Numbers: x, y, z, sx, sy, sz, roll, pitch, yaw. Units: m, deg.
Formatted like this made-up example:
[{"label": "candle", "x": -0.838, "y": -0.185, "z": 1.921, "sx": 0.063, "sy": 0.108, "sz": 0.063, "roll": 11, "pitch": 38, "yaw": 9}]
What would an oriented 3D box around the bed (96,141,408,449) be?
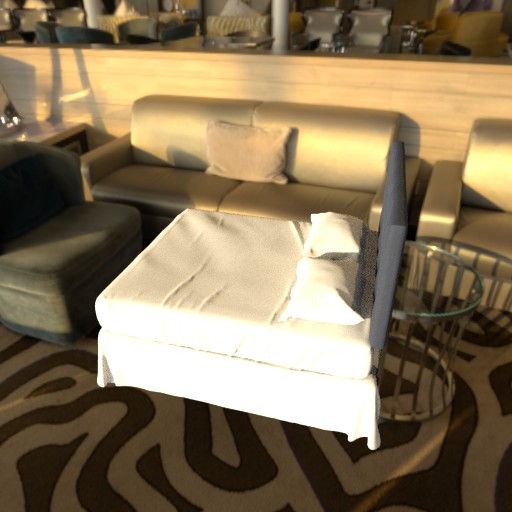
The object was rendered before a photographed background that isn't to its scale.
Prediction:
[{"label": "bed", "x": 0.000, "y": 0.000, "z": 3.549, "sx": 2.222, "sy": 1.577, "sz": 1.936, "roll": 8, "pitch": 31, "yaw": 13}]
